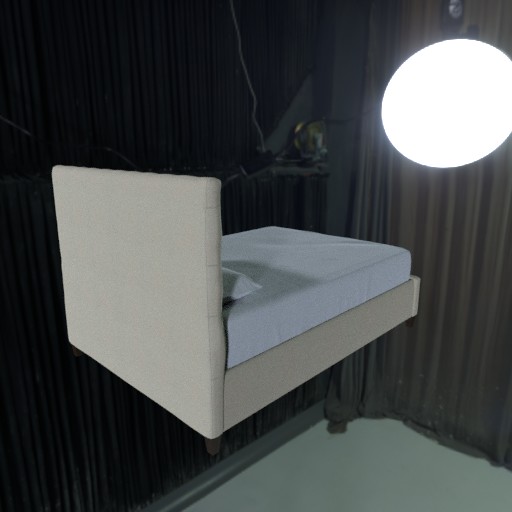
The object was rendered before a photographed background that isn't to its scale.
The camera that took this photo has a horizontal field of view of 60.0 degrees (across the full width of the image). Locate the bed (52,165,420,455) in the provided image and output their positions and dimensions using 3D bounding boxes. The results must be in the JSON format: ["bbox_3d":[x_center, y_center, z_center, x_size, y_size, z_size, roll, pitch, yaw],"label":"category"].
[{"bbox_3d":[0.000,0.000,3.491,1.698,1.427,2.387,13,20,42],"label":"bed"}]
